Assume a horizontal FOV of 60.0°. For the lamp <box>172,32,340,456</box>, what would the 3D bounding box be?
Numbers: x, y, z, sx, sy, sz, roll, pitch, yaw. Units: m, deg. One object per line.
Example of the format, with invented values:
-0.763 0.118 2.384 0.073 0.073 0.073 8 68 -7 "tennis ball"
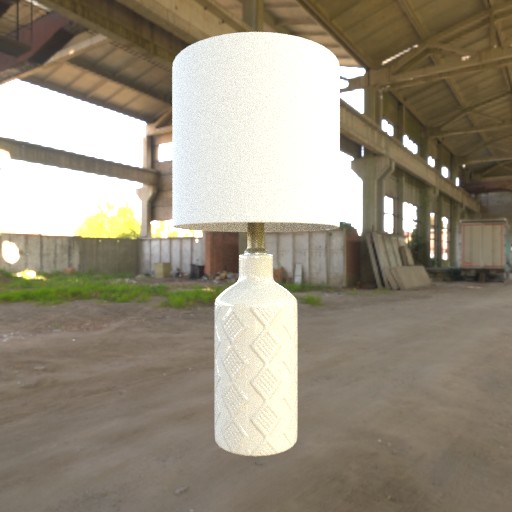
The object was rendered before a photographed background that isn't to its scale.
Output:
0.000 0.000 0.558 0.207 0.461 0.207 0 0 1 "lamp"
